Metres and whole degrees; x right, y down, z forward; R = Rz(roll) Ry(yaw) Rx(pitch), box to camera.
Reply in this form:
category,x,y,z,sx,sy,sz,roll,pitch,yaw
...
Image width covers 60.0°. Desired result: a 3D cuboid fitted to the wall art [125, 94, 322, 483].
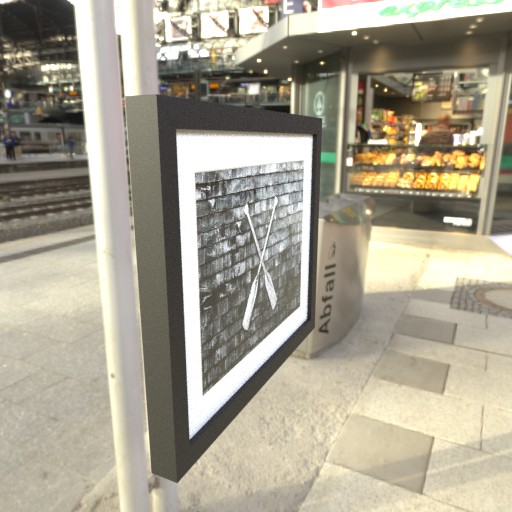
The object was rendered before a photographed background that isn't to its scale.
category,x,y,z,sx,sy,sz,roll,pitch,yaw
wall art,0.000,0.000,0.528,0.029,0.330,0.381,7,16,25
